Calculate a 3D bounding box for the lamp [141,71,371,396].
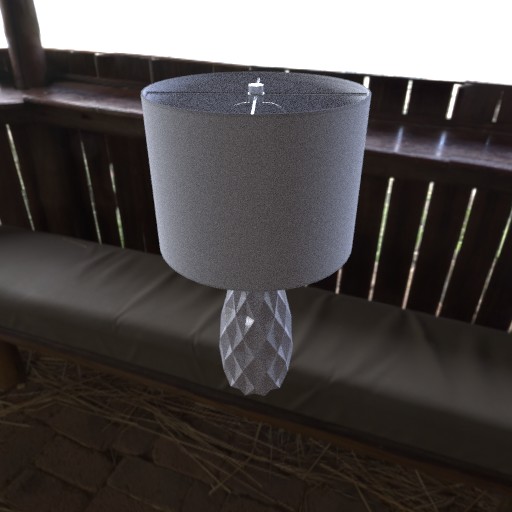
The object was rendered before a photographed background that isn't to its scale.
[{"bbox_3d":[0.000,0.000,0.715,0.297,0.522,0.297,0,31,0],"label":"lamp"}]
